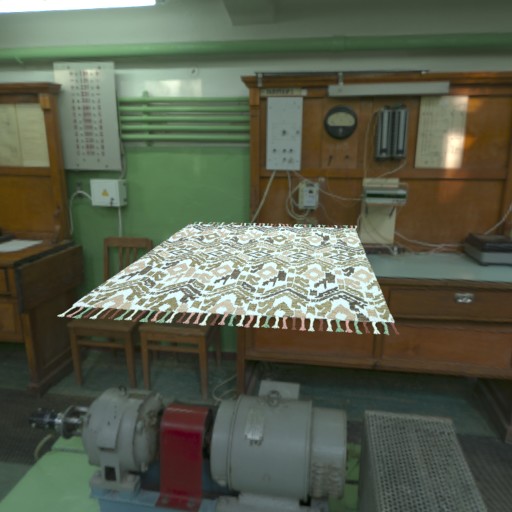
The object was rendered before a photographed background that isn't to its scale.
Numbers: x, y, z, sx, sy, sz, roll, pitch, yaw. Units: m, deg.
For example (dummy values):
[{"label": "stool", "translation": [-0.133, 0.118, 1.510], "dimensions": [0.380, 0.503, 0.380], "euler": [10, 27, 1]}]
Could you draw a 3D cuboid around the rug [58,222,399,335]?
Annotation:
[{"label": "rug", "translation": [0.000, 0.000, 2.370], "dimensions": [1.219, 0.008, 1.829], "euler": [2, 15, 7]}]
